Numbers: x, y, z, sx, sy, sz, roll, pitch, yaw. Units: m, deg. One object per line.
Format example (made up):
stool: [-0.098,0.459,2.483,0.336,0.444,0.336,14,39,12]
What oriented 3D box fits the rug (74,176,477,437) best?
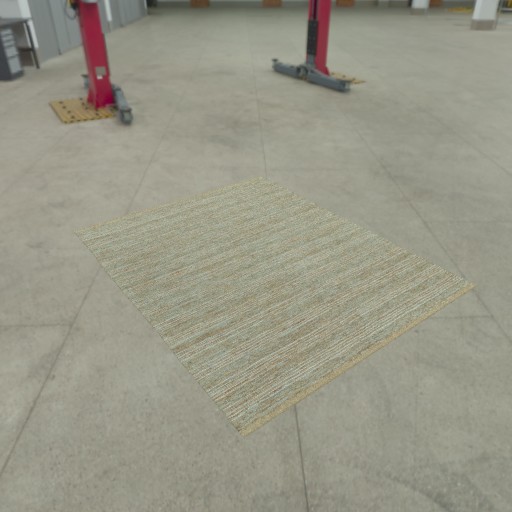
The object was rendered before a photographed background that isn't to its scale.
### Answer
rug: [0.000,0.000,4.200,2.471,0.012,3.034,-22,39,-30]
